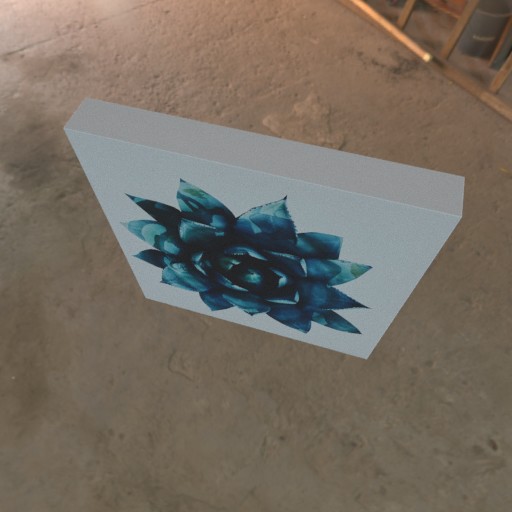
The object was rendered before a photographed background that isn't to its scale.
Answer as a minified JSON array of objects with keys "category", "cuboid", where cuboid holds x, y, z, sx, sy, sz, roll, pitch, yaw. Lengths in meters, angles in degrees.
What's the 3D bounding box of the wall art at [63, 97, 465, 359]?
[{"category":"wall art","cuboid":[0.000,0.000,0.465,0.305,0.305,0.038,14,60,8]}]
